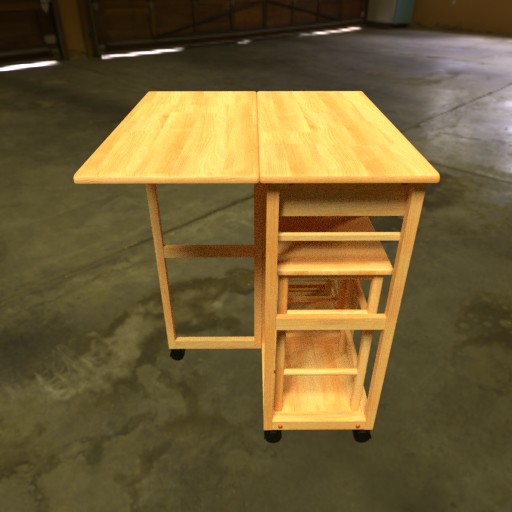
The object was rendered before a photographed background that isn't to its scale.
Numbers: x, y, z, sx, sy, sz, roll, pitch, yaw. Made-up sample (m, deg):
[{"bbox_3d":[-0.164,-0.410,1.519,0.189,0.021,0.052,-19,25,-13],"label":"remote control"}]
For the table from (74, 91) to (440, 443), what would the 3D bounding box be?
[{"bbox_3d":[0.000,0.000,1.368,0.693,0.832,0.752,0,32,0],"label":"table"}]
